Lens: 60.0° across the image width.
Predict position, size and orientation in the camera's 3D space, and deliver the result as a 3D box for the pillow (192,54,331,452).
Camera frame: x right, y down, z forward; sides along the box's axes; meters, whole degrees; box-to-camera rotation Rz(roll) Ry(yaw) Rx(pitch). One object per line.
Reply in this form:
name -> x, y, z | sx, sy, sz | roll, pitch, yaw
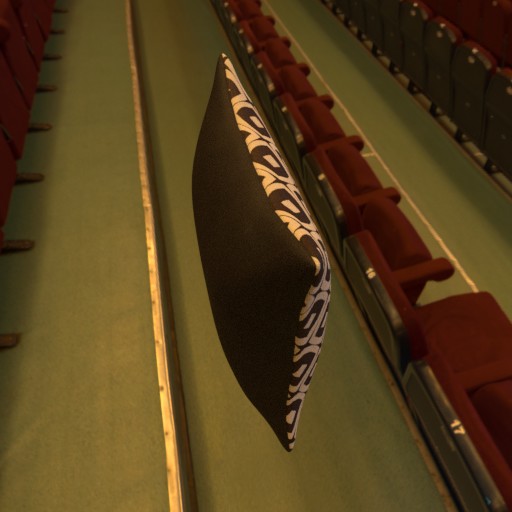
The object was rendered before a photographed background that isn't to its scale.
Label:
pillow -> 0.000, 0.000, 0.770 | 0.188, 0.494, 0.504 | -10, 47, -9
